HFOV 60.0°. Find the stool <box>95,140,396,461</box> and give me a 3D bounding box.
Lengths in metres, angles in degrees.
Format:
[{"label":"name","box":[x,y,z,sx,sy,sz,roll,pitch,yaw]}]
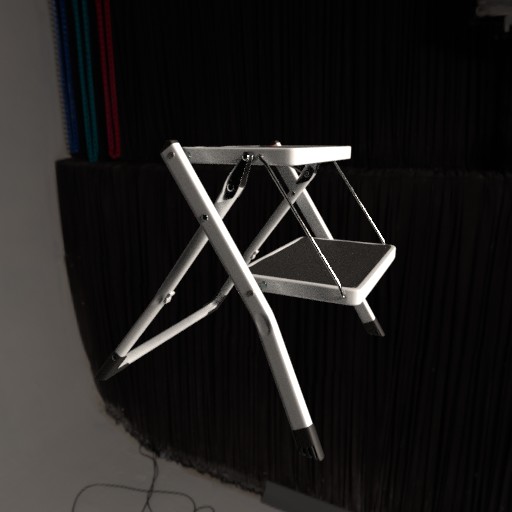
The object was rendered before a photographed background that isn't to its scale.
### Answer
[{"label":"stool","box":[0.000,0.000,0.881,0.490,0.445,0.485,7,16,25]}]
